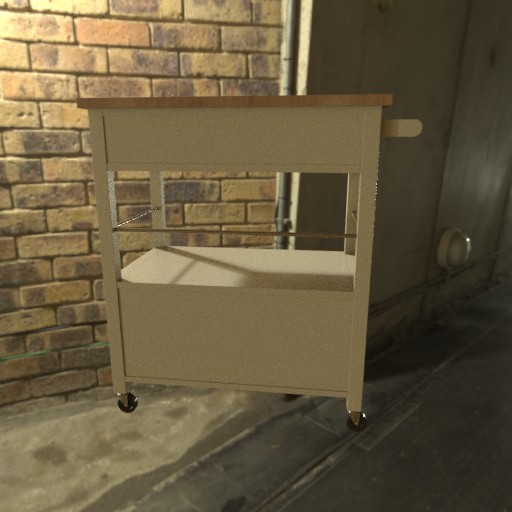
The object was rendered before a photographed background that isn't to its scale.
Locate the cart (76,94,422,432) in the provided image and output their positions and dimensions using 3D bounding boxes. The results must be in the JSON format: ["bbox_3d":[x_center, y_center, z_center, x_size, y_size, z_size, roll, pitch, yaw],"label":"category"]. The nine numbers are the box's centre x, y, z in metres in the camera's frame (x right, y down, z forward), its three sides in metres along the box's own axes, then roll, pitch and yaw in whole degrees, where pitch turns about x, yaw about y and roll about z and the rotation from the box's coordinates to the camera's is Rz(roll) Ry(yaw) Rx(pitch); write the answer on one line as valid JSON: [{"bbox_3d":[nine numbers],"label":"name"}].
[{"bbox_3d":[0.000,0.000,1.380,0.840,0.901,0.459,2,15,7],"label":"cart"}]
